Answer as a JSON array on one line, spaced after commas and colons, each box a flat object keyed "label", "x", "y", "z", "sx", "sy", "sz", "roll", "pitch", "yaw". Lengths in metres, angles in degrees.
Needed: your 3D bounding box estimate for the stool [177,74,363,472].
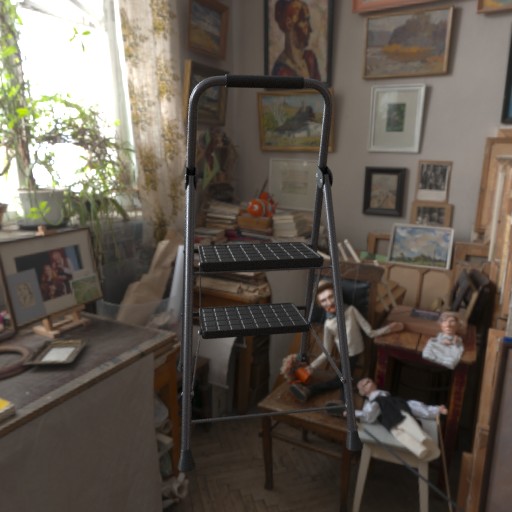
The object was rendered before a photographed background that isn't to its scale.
[{"label": "stool", "x": 0.000, "y": 0.000, "z": 1.186, "sx": 0.450, "sy": 0.872, "sz": 0.514, "roll": -2, "pitch": 14, "yaw": -10}]
